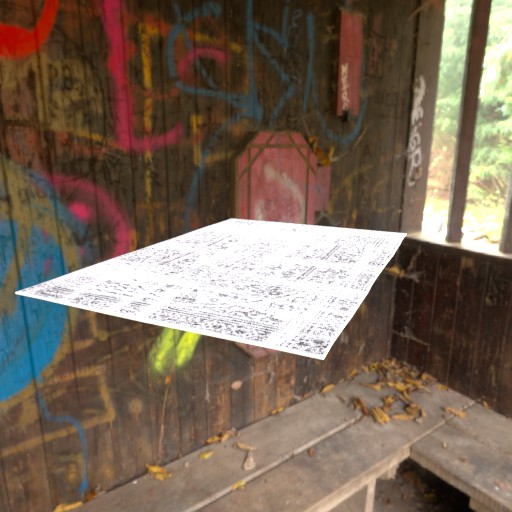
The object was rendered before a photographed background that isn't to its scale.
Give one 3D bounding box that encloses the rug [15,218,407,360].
[{"bbox_3d":[0.000,0.000,3.065,1.706,0.026,2.438,7,17,24],"label":"rug"}]
